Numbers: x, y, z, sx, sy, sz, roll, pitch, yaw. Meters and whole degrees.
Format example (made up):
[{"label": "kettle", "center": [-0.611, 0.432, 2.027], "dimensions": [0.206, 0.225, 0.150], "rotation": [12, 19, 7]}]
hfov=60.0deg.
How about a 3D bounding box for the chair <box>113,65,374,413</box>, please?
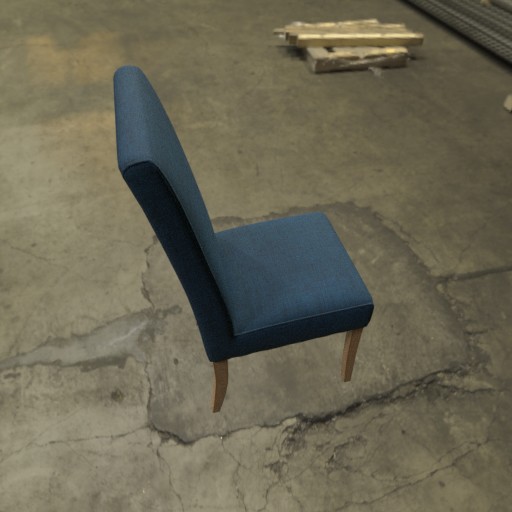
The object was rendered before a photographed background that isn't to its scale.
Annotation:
[{"label": "chair", "center": [0.000, 0.000, 1.330], "dimensions": [0.610, 1.029, 0.450], "rotation": [-10, 46, -10]}]
